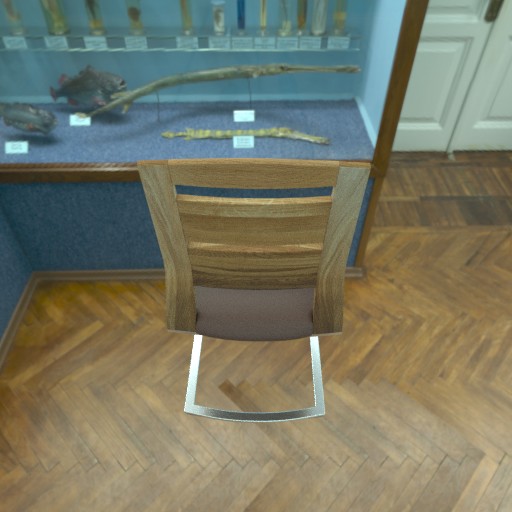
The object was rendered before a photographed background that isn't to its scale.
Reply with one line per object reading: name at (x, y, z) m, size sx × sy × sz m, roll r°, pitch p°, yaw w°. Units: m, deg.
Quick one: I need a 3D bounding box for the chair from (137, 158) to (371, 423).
chair at (0.000, 0.000, 1.278) m, size 0.460 × 0.970 × 0.570 m, roll 1°, pitch 46°, yaw 1°
